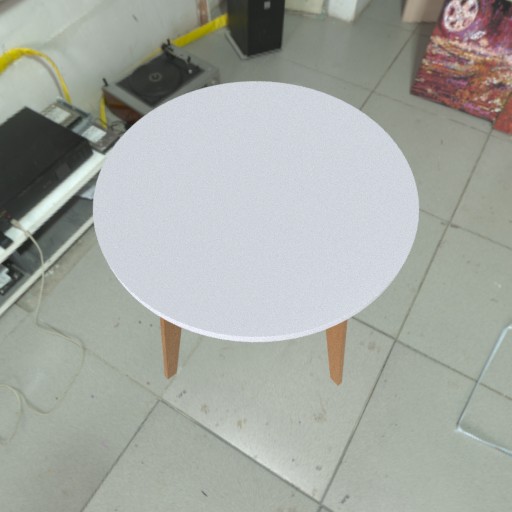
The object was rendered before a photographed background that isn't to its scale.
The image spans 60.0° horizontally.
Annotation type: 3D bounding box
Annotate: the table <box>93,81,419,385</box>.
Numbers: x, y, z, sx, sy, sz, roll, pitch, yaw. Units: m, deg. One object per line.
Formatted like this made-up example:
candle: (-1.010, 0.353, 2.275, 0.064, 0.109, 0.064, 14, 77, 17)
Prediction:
table: (0.000, 0.000, 1.563, 0.896, 0.762, 0.896, 0, 59, 0)
